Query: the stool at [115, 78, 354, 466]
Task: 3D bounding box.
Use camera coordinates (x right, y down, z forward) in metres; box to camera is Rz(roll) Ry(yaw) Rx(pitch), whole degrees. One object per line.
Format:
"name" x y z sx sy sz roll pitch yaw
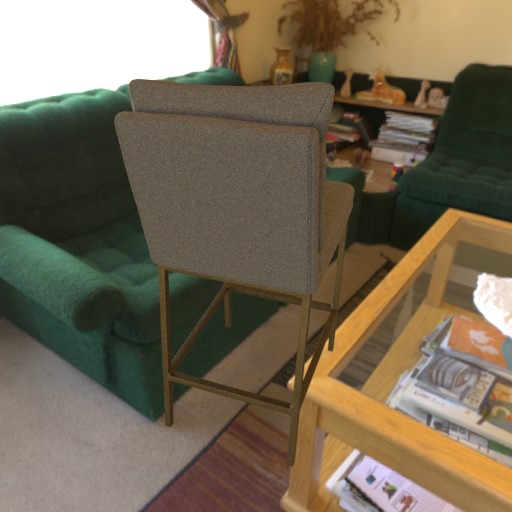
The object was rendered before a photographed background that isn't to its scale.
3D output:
"stool" 0.000 0.000 1.296 0.463 1.030 0.569 10 32 17
